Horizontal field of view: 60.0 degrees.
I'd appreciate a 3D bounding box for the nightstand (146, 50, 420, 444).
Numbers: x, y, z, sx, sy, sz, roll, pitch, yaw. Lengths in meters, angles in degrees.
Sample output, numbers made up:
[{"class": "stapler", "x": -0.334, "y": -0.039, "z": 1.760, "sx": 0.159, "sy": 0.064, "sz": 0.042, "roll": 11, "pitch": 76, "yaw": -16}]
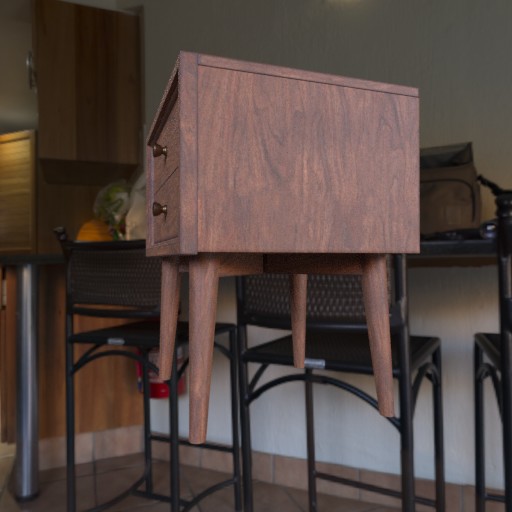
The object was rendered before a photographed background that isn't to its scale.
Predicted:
[{"class": "nightstand", "x": 0.000, "y": 0.000, "z": 0.971, "sx": 0.445, "sy": 0.607, "sz": 0.521, "roll": 0, "pitch": -1, "yaw": -19}]
